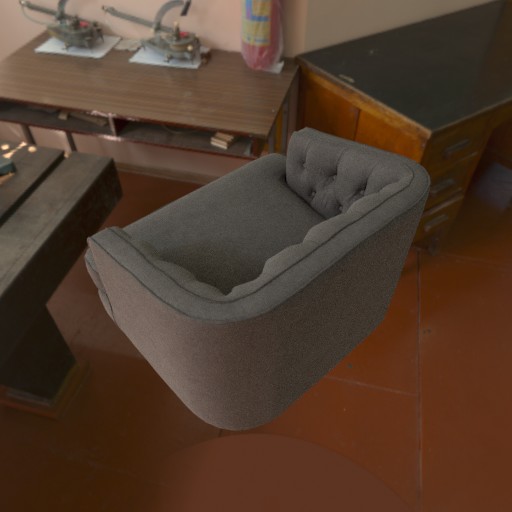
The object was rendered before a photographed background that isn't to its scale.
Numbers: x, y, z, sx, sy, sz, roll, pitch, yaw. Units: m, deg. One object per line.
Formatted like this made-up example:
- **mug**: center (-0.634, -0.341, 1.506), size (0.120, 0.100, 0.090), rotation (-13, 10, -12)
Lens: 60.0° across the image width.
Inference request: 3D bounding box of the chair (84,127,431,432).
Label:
- **chair**: center (0.000, 0.000, 1.808), size (1.104, 0.852, 0.941), rotation (-33, 55, -27)
